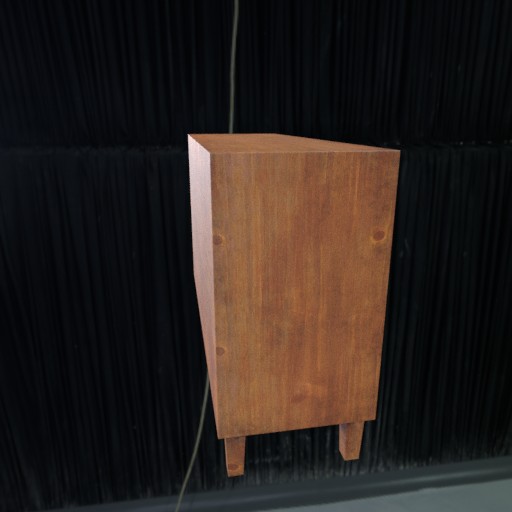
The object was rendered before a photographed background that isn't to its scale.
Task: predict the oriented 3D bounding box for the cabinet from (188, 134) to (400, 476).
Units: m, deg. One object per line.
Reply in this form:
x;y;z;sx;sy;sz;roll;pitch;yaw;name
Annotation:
0.000;0.000;1.581;0.403;0.805;1.204;-3;17;-10;cabinet
